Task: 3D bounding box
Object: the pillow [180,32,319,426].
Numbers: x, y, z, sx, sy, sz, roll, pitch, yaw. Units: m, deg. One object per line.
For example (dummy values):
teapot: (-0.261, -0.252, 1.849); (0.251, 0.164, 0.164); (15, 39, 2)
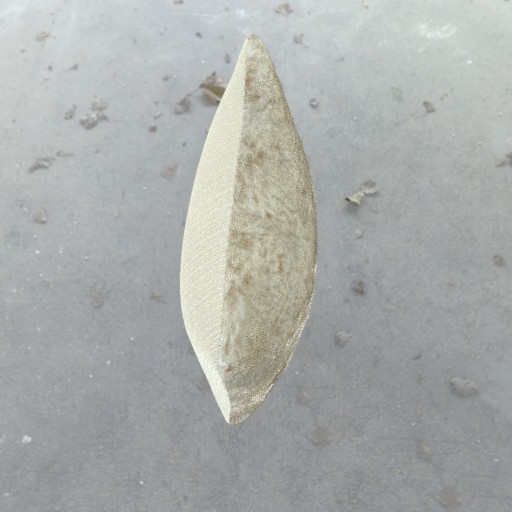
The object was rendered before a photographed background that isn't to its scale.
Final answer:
pillow: (0.000, 0.000, 0.800); (0.216, 0.525, 0.538); (4, 62, 2)
